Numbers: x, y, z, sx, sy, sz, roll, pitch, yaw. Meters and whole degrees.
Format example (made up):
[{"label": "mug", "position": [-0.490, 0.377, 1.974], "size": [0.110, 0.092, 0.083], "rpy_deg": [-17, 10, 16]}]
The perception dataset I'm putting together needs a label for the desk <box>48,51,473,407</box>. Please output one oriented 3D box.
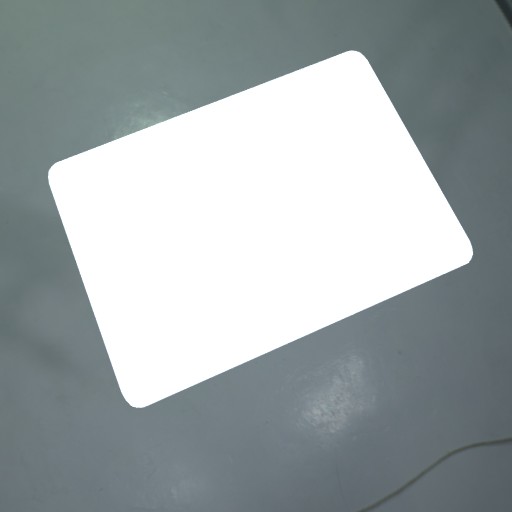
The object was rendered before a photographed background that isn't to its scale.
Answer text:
[{"label": "desk", "position": [0.000, 0.000, 1.321], "size": [0.762, 0.800, 0.549], "rpy_deg": [-23, 78, -5]}]
